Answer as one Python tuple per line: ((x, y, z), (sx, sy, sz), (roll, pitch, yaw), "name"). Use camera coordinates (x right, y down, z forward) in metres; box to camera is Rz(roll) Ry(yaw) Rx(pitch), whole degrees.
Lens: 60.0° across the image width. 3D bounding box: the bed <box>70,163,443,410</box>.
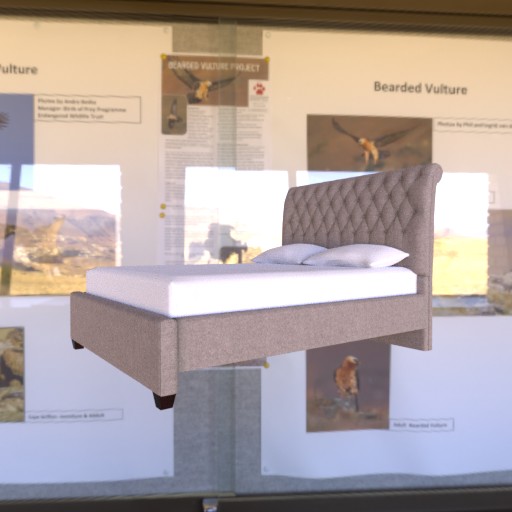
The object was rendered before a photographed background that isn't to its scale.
((0.000, 0.000, 3.303), (2.252, 1.371, 1.645), (-1, 1, -36), "bed")
